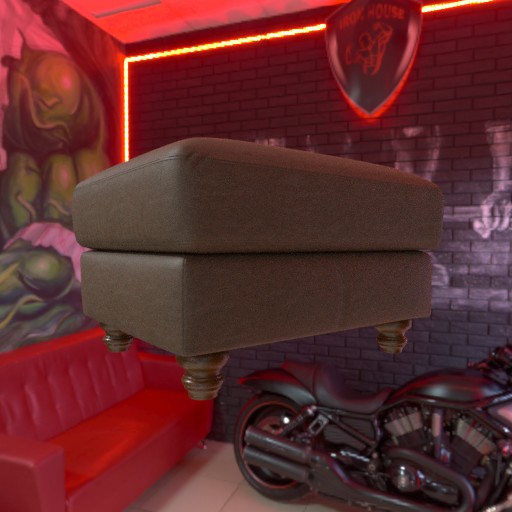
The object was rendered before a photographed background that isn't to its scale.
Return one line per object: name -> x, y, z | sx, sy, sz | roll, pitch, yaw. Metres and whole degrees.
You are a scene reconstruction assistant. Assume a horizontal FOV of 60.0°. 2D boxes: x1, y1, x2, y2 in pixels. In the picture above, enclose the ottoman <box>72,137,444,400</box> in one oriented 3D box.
ottoman -> 0.000, 0.000, 1.168 | 0.787, 0.508, 0.635 | -1, 2, -37
